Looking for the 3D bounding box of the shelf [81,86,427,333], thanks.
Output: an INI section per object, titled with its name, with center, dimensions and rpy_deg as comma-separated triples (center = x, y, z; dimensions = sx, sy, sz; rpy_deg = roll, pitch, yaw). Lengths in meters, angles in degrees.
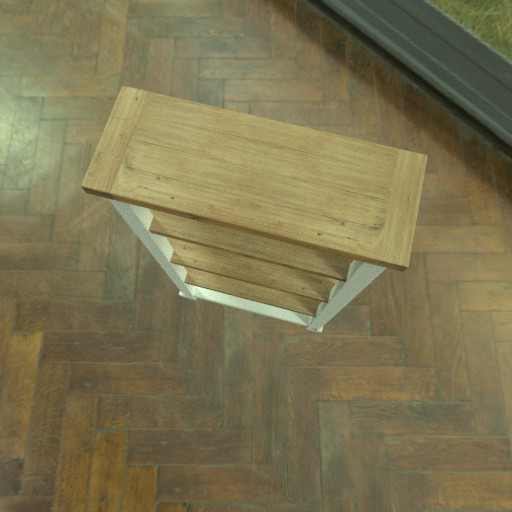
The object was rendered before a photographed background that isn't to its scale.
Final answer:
[shelf]
center = 0.000, 0.000, 2.283
dimensions = 1.022, 1.878, 0.381
rpy_deg = 14, 74, 4
